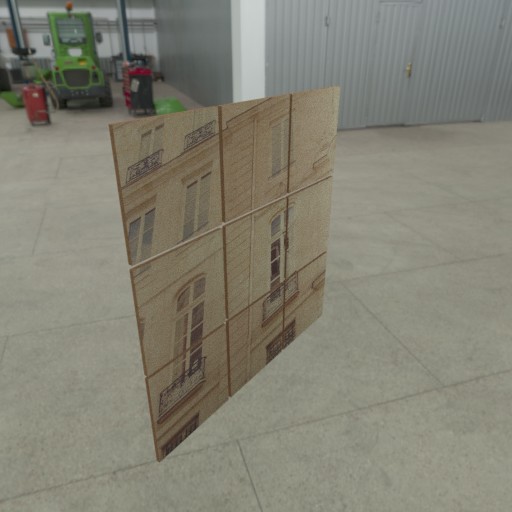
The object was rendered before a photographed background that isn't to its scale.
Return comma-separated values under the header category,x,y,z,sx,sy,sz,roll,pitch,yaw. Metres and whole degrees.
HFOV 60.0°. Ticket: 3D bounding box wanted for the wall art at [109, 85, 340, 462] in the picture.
category,x,y,z,sx,sy,sz,roll,pitch,yaw
wall art,0.000,0.000,1.360,0.018,0.913,0.915,18,32,33
